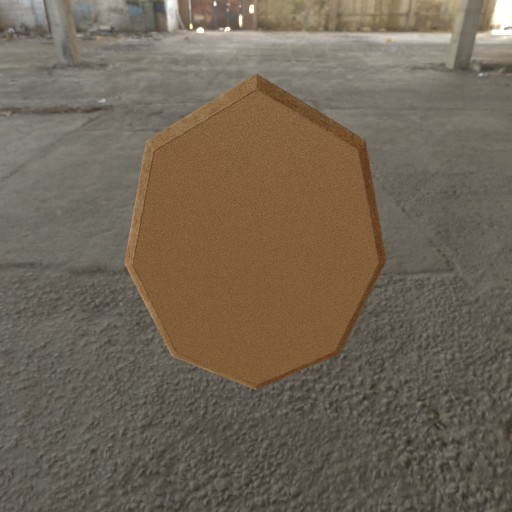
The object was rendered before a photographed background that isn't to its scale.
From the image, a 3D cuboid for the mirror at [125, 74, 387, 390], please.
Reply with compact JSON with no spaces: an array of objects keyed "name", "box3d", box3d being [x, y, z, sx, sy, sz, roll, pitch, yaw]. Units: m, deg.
[{"name":"mirror","box3d":[0.000,0.000,1.002,0.577,0.774,0.070,-1,29,-1]}]
